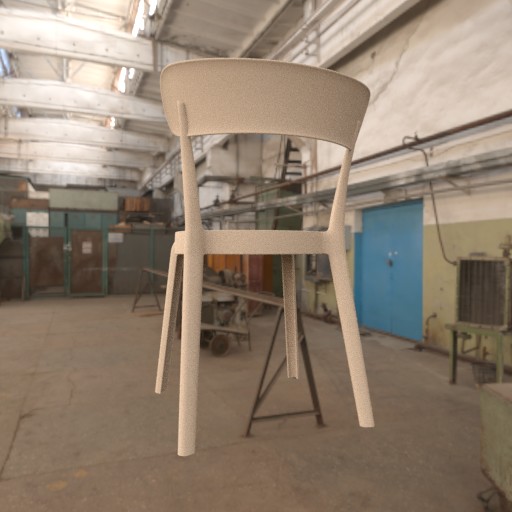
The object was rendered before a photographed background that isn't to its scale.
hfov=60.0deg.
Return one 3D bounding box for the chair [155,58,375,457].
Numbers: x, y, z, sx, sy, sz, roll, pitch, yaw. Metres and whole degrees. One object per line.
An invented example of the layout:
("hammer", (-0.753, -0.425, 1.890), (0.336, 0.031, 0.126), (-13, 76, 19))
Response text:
("chair", (0.000, 0.000, 1.125), (0.506, 0.790, 0.491), (0, 1, -19))
